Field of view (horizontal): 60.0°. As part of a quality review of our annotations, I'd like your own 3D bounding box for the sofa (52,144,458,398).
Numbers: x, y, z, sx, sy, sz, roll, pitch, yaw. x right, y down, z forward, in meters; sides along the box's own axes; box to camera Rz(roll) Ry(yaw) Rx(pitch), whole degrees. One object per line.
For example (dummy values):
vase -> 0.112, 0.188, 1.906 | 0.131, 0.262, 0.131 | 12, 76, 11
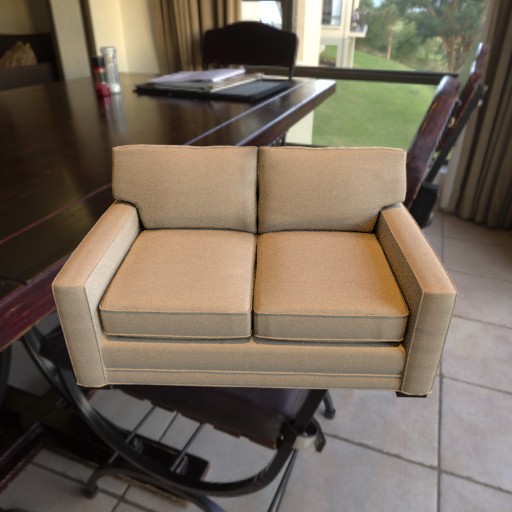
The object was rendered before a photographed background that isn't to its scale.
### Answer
sofa -> 0.000, 0.000, 2.050 | 1.484, 0.853, 0.942 | 1, 30, 2
